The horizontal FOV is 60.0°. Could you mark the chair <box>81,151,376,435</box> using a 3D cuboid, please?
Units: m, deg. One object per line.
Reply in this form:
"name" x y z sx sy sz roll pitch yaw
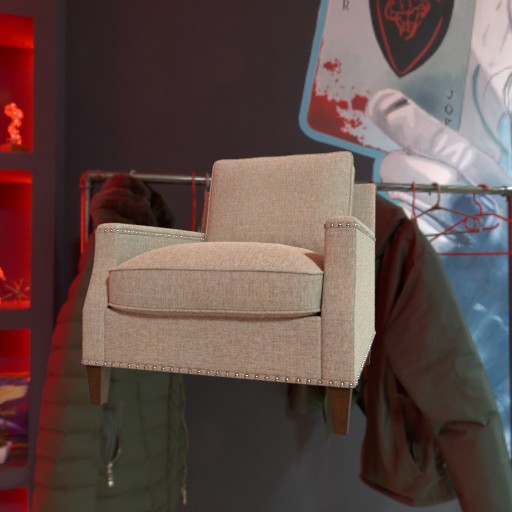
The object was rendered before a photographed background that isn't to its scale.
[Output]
"chair" 0.000 0.000 1.715 0.853 0.943 1.014 0 -1 18
